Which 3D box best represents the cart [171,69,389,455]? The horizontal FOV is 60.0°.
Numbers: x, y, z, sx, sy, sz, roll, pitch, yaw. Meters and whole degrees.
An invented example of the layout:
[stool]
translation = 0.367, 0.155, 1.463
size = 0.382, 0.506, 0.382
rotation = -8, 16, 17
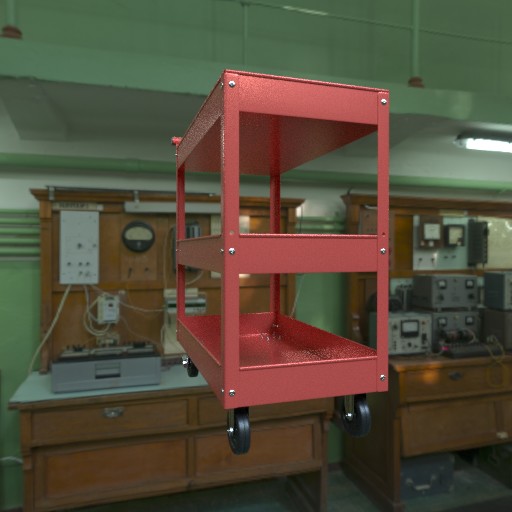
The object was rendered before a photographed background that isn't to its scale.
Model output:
[cart]
translation = 0.000, 0.000, 1.201
size = 0.366, 0.780, 0.719
rotation = 0, 1, -18
